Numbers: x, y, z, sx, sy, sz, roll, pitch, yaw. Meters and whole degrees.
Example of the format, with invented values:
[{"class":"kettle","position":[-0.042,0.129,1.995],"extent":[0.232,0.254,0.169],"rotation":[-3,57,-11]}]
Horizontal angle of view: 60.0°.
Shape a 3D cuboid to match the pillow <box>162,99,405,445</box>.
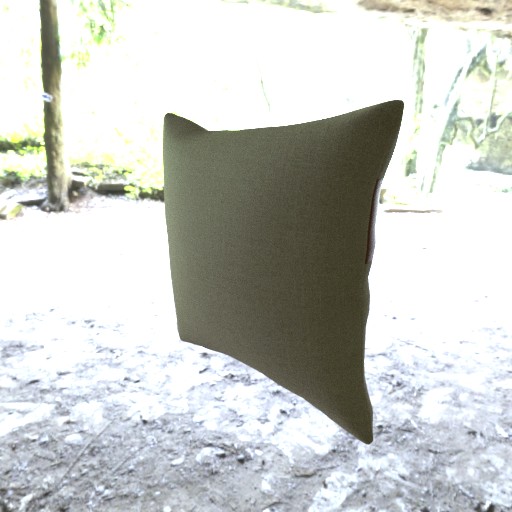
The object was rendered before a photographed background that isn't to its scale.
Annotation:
[{"class":"pillow","position":[0.000,0.000,0.626],"extent":[0.173,0.399,0.414],"rotation":[-14,21,-42]}]
